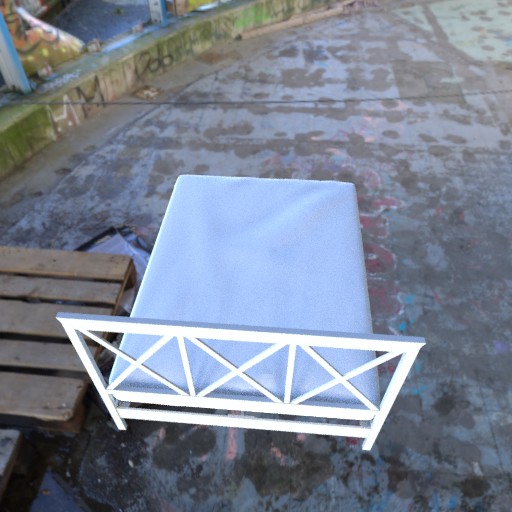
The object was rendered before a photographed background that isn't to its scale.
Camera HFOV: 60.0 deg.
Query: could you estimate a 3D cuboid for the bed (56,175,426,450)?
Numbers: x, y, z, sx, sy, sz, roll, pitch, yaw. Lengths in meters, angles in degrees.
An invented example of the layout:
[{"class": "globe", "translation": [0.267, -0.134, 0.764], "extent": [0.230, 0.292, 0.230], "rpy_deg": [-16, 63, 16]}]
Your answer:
[{"class": "bed", "translation": [0.000, 0.000, 3.178], "extent": [1.673, 1.253, 2.135], "rpy_deg": [3, 46, 3]}]
